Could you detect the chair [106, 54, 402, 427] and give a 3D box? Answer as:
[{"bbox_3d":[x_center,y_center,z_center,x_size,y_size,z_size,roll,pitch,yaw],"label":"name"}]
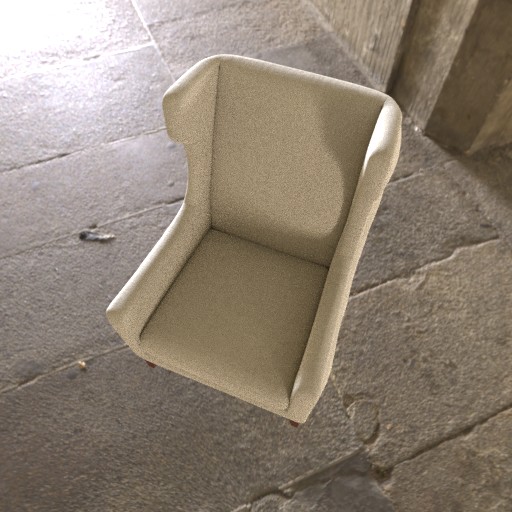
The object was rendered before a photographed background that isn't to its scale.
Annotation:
[{"bbox_3d":[0.000,0.000,1.663,0.778,1.079,0.899,19,60,11],"label":"chair"}]
